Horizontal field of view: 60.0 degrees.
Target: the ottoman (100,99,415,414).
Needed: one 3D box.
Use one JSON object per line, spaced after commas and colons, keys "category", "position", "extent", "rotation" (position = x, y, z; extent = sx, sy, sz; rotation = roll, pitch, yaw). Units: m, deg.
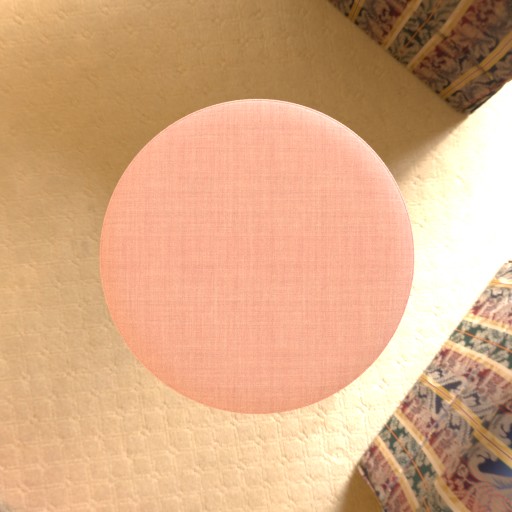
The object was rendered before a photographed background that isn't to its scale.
{"category": "ottoman", "position": [0.000, 0.000, 0.737], "extent": [0.400, 0.406, 0.400], "rotation": [0, 90, -1]}
